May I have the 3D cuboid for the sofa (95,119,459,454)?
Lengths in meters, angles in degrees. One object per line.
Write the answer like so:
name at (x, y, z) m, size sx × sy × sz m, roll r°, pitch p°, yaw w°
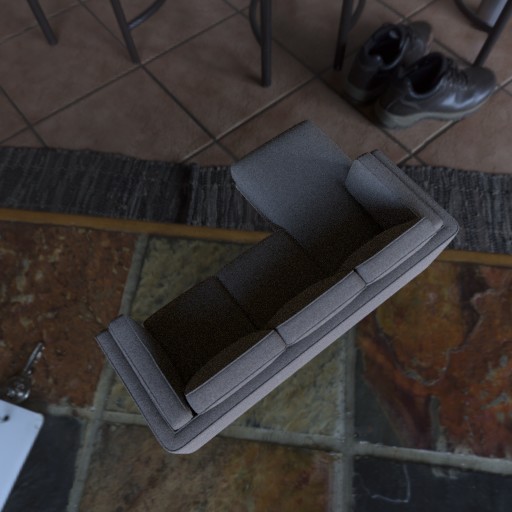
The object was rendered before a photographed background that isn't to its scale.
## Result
sofa at (0.000, 0.000, 3.258) m, size 2.411 × 0.929 × 1.604 m, roll -34°, pitch 69°, yaw -15°
